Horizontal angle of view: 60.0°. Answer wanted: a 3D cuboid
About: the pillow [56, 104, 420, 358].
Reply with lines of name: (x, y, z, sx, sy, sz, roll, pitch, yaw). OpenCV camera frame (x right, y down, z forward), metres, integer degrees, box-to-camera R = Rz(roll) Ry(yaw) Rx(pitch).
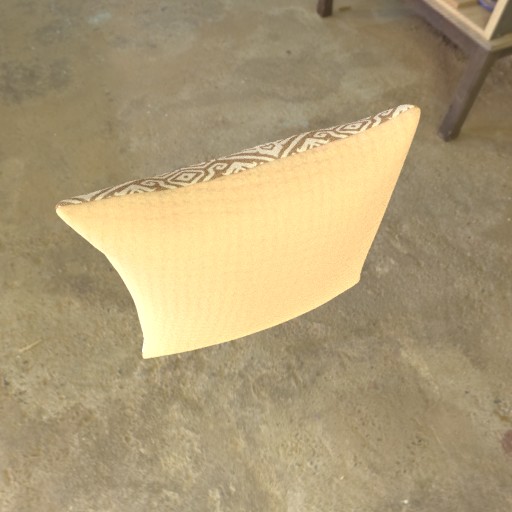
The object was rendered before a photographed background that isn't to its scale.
pillow: (0.000, 0.000, 0.636, 0.419, 0.407, 0.173, -18, 59, -11)
